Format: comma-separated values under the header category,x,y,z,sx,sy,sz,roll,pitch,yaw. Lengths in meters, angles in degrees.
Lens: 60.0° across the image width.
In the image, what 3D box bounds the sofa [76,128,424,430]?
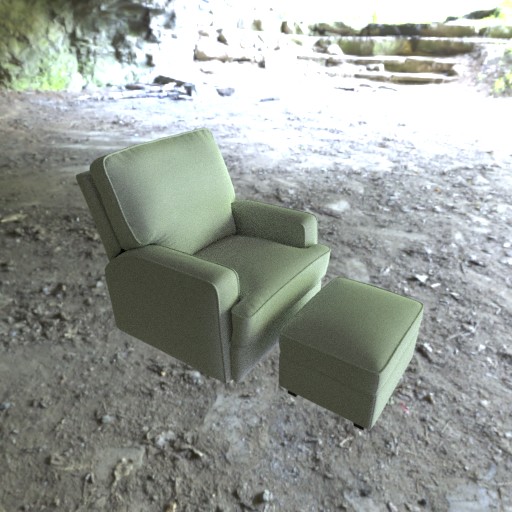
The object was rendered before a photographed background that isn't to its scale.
category,x,y,z,sx,sy,sz,roll,pitch,yaw
sofa,0.000,0.000,2.069,1.472,0.959,0.861,18,33,30
